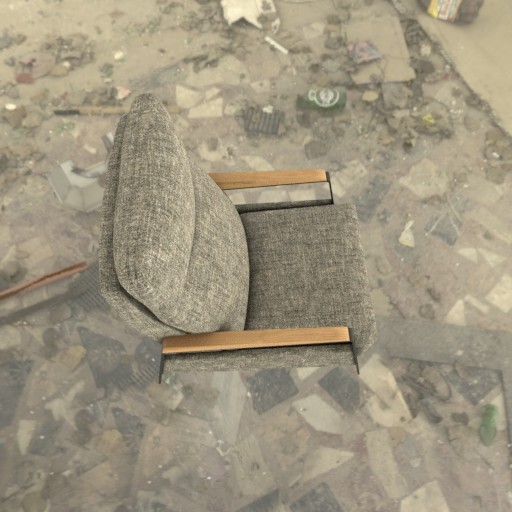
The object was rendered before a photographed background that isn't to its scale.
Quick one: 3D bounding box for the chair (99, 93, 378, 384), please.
[{"bbox_3d":[0.000,0.000,1.596,0.868,1.042,0.671,-2,64,-1],"label":"chair"}]
